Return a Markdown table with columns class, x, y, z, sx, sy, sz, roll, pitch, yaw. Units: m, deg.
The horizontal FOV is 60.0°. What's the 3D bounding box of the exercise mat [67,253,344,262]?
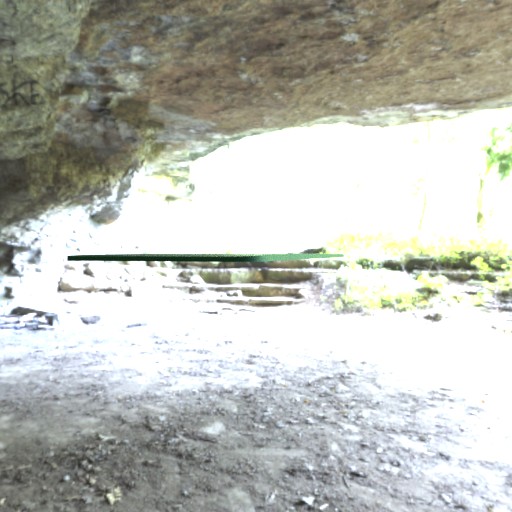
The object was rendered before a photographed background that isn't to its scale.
| class | x | y | z | sx | sy | sz | roll | pitch | yaw |
| --- | --- | --- | --- | --- | --- | --- | --- | --- | --- |
| exercise mat | 0.000 | 0.000 | 2.083 | 0.616 | 0.021 | 1.869 | 0 | 0 | 18 |
